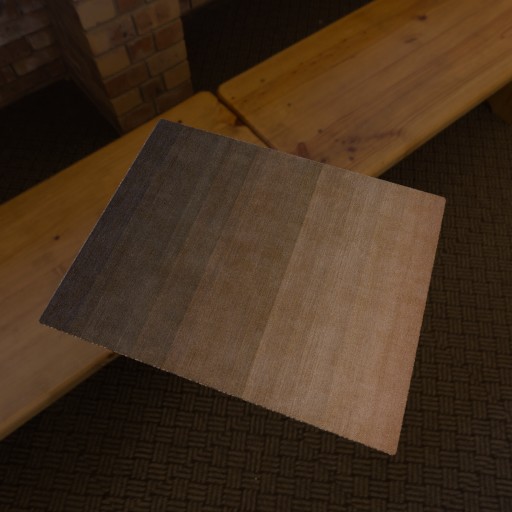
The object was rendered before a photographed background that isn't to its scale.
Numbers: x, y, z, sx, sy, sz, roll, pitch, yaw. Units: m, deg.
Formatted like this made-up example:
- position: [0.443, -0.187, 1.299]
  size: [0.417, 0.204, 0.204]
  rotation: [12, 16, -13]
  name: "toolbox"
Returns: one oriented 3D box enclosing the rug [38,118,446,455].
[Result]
- position: [0.000, 0.000, 3.811]
  size: [2.902, 0.017, 2.305]
  rotation: [18, 65, 9]
  name: "rug"
